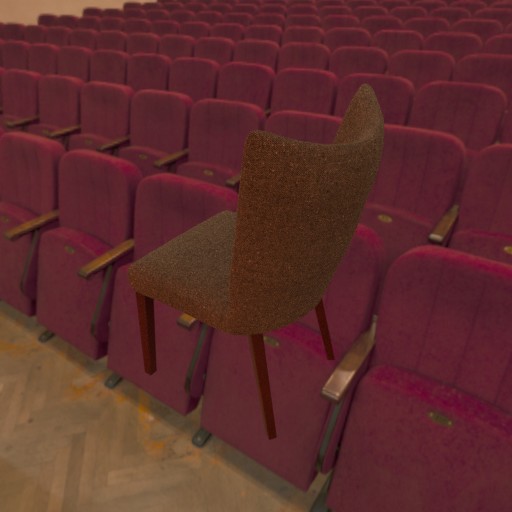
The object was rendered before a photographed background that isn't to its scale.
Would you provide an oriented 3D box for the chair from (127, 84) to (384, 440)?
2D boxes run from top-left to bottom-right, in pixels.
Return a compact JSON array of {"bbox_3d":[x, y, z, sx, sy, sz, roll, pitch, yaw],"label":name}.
[{"bbox_3d":[0.000,0.000,1.309,0.623,0.924,0.535,20,37,29],"label":"chair"}]
